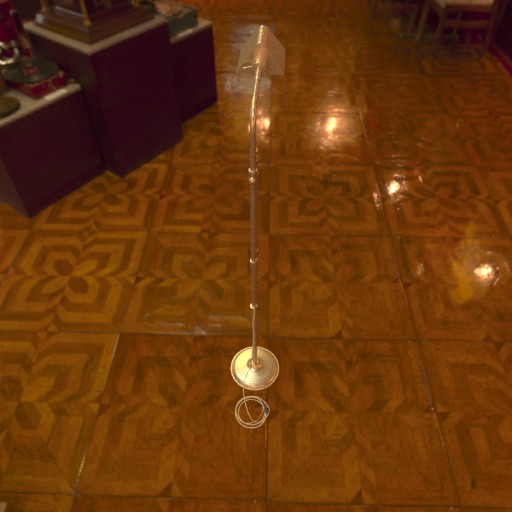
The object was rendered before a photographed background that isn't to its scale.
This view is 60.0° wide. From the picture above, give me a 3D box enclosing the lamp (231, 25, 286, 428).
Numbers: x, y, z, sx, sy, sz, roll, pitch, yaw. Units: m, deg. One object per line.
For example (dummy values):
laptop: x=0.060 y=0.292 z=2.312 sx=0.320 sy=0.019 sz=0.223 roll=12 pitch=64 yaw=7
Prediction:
lamp: x=0.000 y=0.000 z=1.855 sx=0.256 sy=1.571 sz=0.813 roll=3 pitch=47 yaw=3
